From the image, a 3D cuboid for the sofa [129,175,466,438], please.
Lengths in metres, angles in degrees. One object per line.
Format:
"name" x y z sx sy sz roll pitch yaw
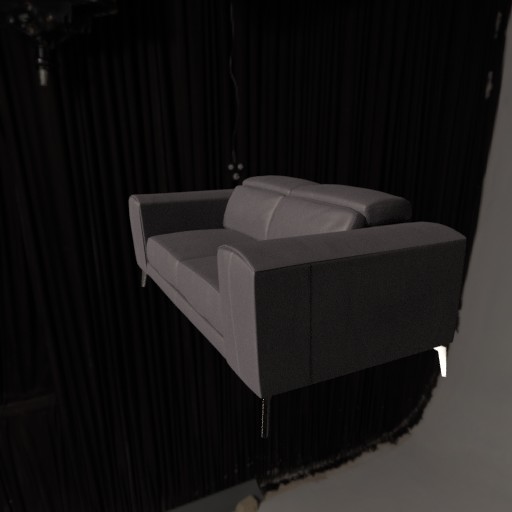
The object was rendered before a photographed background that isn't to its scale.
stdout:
"sofa" 0.000 0.000 2.443 1.003 0.779 1.895 -8 17 -26
